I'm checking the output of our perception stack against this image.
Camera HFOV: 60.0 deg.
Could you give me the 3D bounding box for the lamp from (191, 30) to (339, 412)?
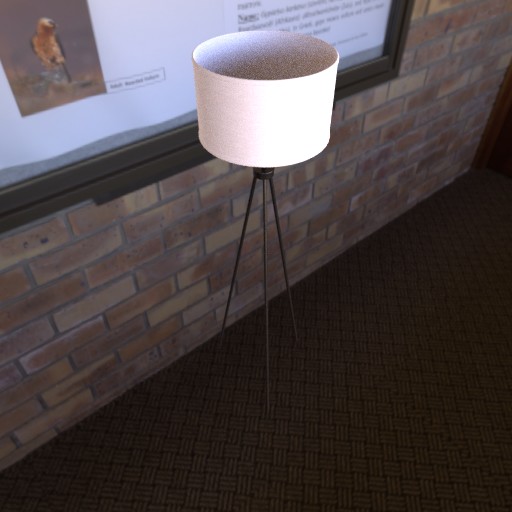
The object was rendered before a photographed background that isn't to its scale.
[{"bbox_3d":[0.000,0.000,1.759,0.458,1.545,0.448,13,44,13],"label":"lamp"}]
